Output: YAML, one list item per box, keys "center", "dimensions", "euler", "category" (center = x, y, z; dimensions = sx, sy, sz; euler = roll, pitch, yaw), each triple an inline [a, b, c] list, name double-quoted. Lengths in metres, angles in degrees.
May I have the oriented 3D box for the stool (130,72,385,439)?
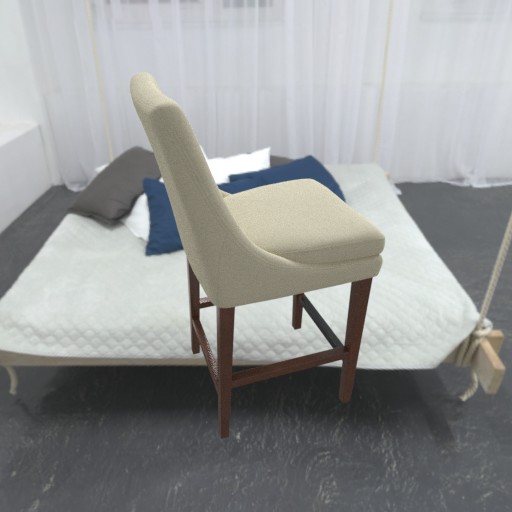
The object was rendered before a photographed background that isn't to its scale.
- center: [0.000, 0.000, 1.304]
  dimensions: [0.577, 0.981, 0.470]
  euler: [-10, 32, -17]
  category: "stool"
